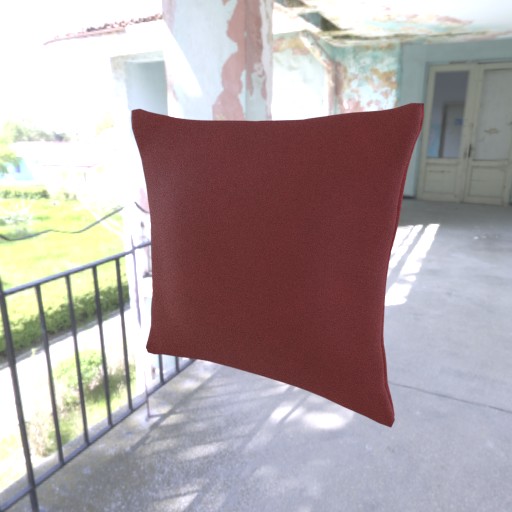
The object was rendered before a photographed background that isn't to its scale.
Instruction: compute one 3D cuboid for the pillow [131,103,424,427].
[{"bbox_3d":[0.000,0.000,0.648,0.435,0.416,0.151,9,18,27],"label":"pillow"}]
